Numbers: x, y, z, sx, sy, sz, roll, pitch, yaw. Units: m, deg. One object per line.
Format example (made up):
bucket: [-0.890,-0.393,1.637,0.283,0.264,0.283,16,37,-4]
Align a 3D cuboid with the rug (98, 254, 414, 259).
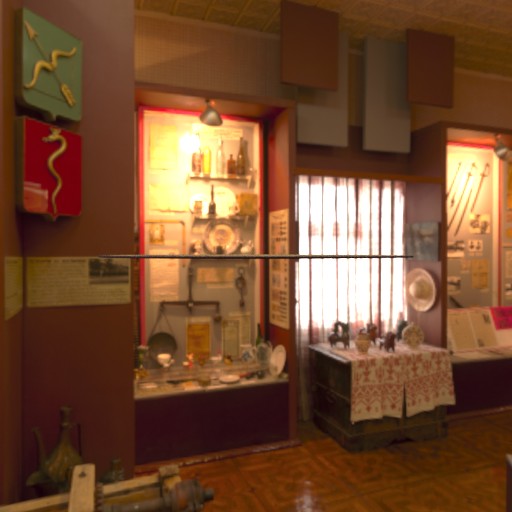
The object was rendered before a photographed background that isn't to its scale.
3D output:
rug: [0.000,0.000,2.375,1.591,0.010,1.591,0,0,0]
